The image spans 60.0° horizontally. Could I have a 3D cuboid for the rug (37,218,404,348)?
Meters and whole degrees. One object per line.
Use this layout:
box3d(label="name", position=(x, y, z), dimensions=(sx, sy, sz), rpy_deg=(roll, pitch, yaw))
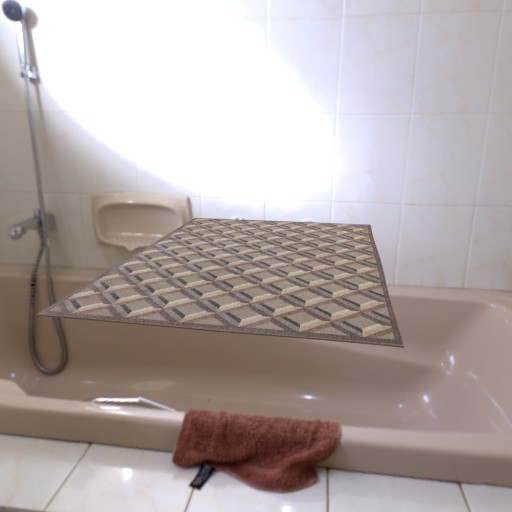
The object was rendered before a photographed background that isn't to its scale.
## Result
box3d(label="rug", position=(0.000, 0.000, 2.922), dimensions=(1.600, 0.013, 2.260), rpy_deg=(3, 16, 10))
